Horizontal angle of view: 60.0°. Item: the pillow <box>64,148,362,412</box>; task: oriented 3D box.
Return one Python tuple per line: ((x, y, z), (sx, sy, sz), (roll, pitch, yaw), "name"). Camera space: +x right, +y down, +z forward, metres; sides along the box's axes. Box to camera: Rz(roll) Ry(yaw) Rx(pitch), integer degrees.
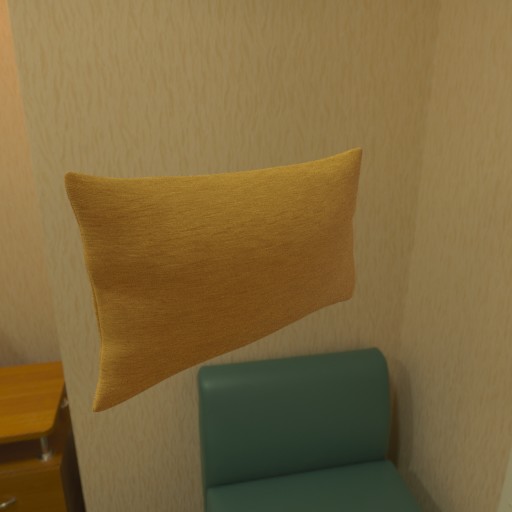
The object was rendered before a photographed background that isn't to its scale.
((0.000, 0.000, 0.796), (0.634, 0.354, 0.210), (-16, 24, -40), "pillow")
